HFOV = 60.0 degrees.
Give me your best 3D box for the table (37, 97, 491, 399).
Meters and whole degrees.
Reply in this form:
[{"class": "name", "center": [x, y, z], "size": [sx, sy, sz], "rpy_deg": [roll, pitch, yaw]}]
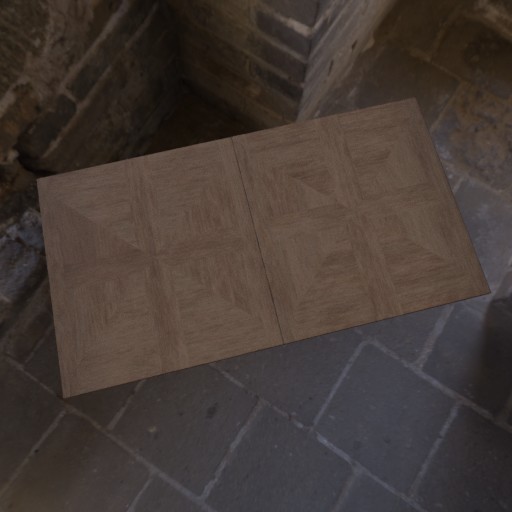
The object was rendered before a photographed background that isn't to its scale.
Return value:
[{"class": "table", "center": [0.000, 0.000, 2.387], "size": [1.881, 0.768, 1.016], "rpy_deg": [-13, 75, -4]}]
